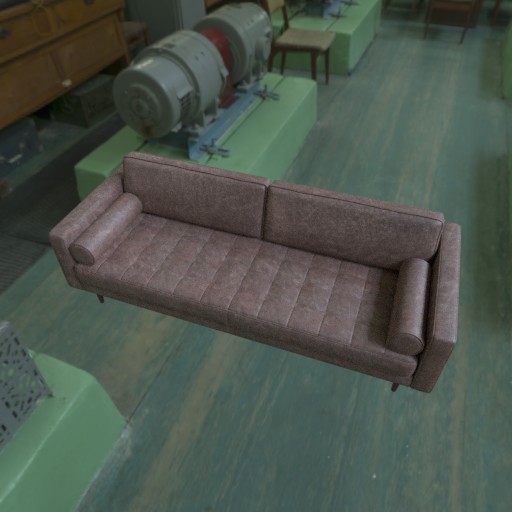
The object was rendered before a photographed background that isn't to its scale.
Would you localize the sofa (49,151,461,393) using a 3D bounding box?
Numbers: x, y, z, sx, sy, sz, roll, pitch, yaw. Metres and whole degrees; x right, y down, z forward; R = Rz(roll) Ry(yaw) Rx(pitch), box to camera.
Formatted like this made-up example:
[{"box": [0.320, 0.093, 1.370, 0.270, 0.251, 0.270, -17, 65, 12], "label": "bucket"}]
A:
[{"box": [0.000, 0.000, 2.644, 2.210, 0.762, 0.914, 14, 45, 14], "label": "sofa"}]
